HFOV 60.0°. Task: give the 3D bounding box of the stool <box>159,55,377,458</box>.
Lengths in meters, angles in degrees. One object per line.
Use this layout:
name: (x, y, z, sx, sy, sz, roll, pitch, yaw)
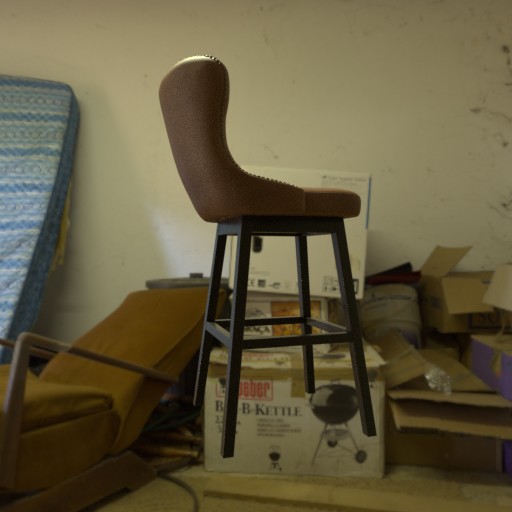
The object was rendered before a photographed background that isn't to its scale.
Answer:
stool: (0.000, 0.000, 1.408, 0.601, 1.050, 0.528, 0, 1, -18)
